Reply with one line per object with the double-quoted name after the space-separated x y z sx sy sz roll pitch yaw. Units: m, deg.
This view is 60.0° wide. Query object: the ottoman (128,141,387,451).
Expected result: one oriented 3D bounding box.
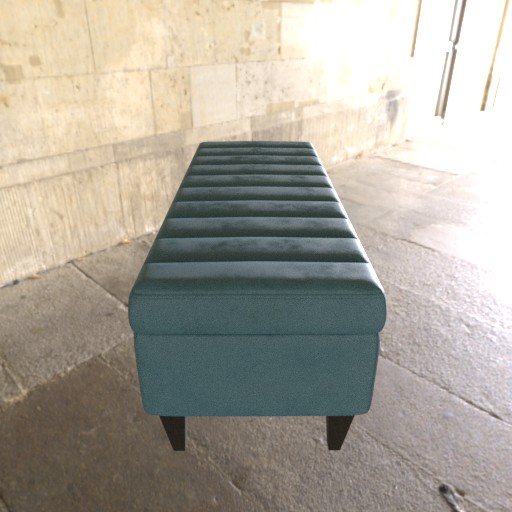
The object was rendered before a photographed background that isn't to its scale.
0.000 0.000 1.382 0.482 0.469 1.151 0 27 0 "ottoman"
